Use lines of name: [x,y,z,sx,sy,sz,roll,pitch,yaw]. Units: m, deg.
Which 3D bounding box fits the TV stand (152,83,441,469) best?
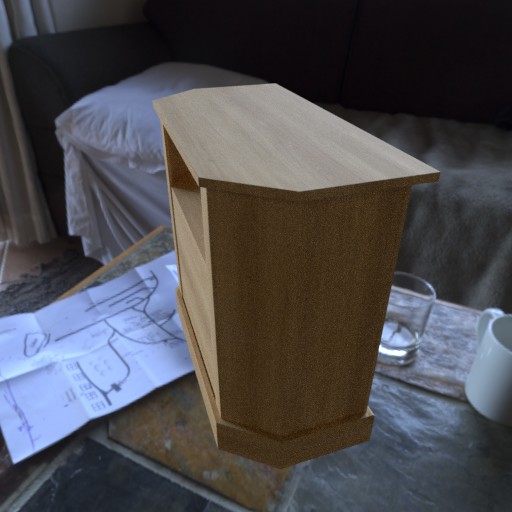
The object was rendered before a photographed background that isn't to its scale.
TV stand: [0.000,0.000,1.299,0.425,0.781,0.851,-10,33,-16]
